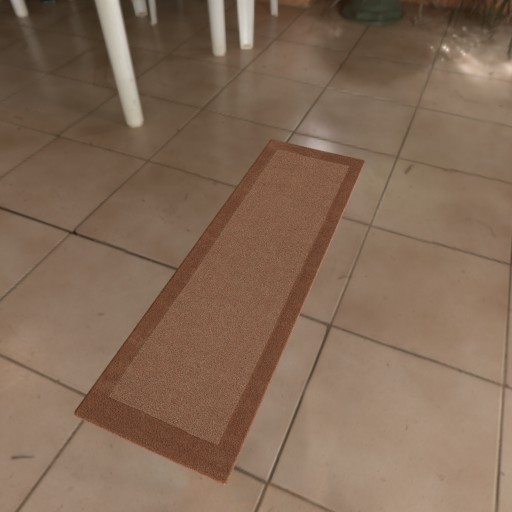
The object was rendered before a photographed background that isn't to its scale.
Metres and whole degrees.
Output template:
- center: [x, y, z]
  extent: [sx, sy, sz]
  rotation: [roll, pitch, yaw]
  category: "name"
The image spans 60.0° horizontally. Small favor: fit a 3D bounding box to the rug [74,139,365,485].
- center: [0.000, 0.000, 2.658]
  extent: [0.764, 0.017, 2.439]
  rotation: [17, 49, 15]
  category: "rug"
